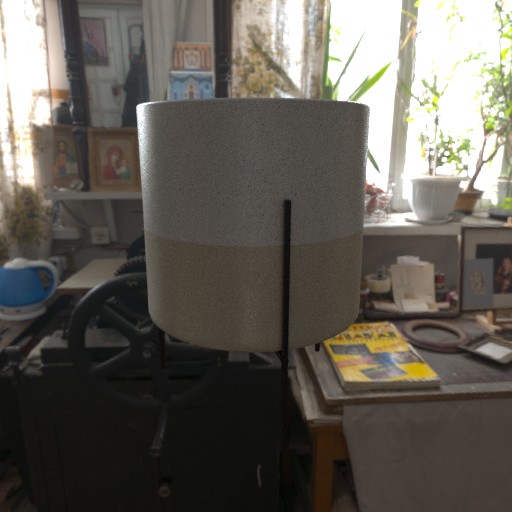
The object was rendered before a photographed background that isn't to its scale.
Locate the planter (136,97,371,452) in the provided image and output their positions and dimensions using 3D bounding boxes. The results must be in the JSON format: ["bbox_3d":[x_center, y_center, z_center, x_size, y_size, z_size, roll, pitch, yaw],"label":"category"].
[{"bbox_3d":[0.000,0.000,0.757,0.368,0.484,0.359,-14,20,-42],"label":"planter"}]
